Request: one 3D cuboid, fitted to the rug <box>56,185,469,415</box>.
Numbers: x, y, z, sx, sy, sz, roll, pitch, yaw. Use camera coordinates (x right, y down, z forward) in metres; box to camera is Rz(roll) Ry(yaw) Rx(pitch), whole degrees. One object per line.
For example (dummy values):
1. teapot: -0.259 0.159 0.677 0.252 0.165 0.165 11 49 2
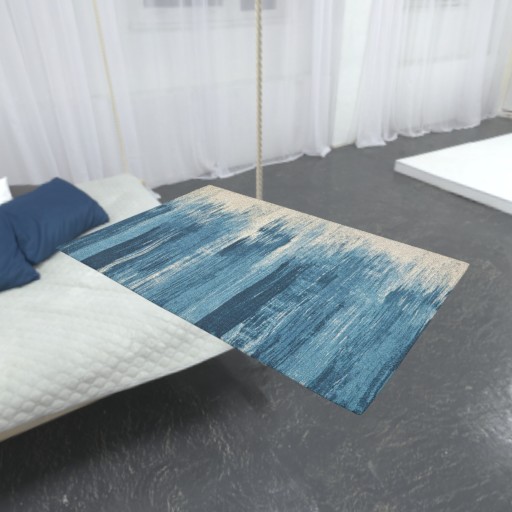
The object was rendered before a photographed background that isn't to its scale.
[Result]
1. rug: 0.000 0.000 2.341 1.836 0.009 1.232 21 36 32
